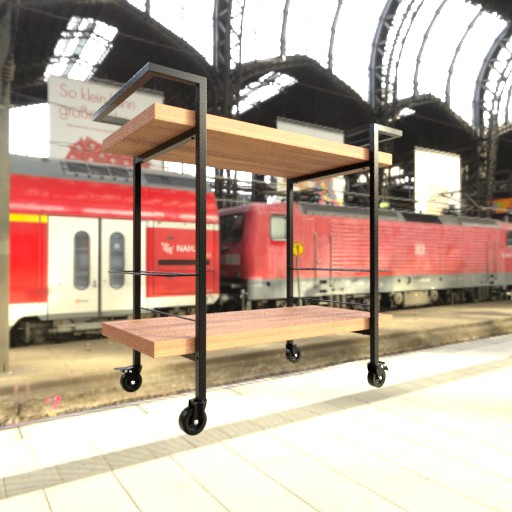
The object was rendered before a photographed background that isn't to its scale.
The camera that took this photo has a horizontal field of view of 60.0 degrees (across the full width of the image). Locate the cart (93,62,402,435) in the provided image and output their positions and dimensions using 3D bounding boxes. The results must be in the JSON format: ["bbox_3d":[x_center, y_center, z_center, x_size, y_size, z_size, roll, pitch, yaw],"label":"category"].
[{"bbox_3d":[0.000,0.000,1.271,0.806,0.762,0.406,0,-1,-36],"label":"cart"}]
